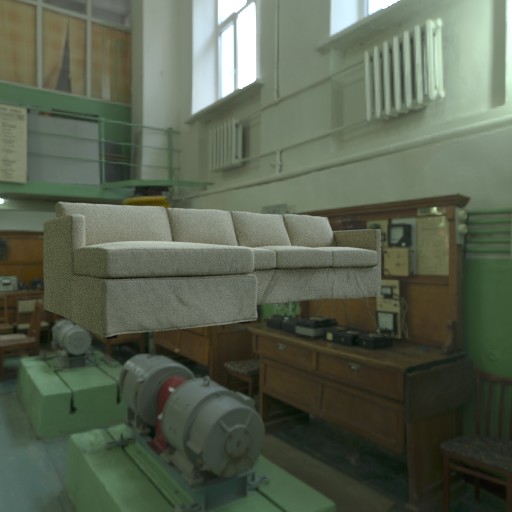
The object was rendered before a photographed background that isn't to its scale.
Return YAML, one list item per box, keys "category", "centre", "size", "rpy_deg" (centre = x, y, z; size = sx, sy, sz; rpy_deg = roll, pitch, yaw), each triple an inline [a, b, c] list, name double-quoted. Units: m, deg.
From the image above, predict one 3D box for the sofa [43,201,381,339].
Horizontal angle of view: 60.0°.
- category: "sofa"
  centre: [0.000, 0.000, 3.908]
  size: [3.205, 0.922, 1.650]
  rpy_deg: [0, 0, -36]
